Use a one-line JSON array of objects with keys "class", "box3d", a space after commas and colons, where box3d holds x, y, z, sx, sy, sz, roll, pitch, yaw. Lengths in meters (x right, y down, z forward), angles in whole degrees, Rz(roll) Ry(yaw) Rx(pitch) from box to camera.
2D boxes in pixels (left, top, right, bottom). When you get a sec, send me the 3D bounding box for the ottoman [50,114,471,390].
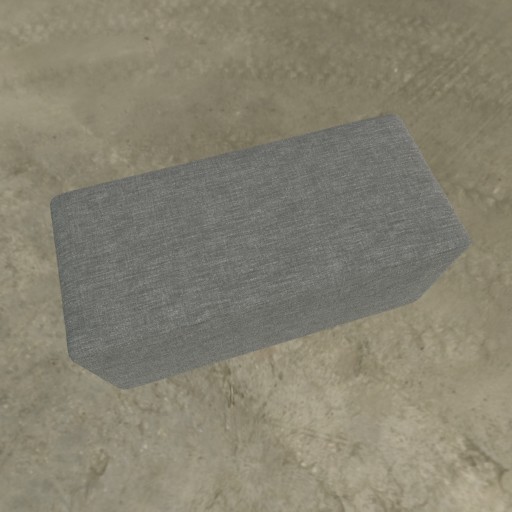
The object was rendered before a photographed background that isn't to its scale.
[{"class": "ottoman", "box3d": [0.000, 0.000, 1.165, 0.902, 0.432, 0.419, -15, 66, -7]}]
